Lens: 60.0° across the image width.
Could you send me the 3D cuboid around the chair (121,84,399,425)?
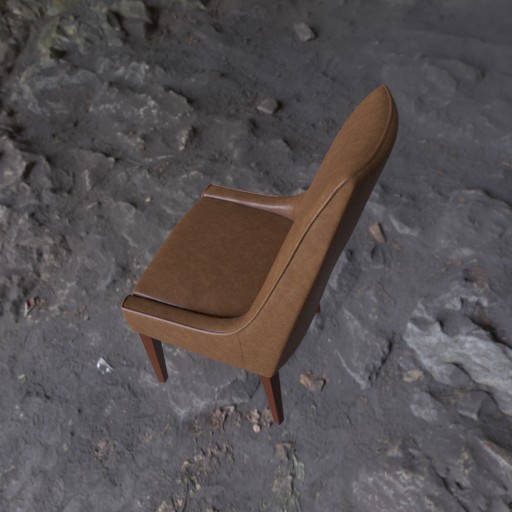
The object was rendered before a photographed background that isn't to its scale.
[{"bbox_3d":[0.000,0.000,1.166,0.544,0.861,0.529,15,48,14],"label":"chair"}]
